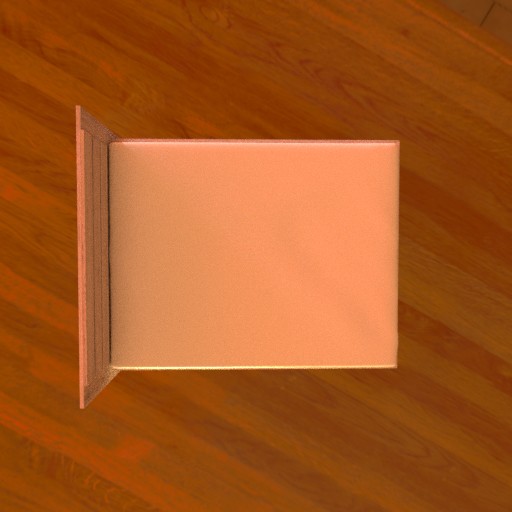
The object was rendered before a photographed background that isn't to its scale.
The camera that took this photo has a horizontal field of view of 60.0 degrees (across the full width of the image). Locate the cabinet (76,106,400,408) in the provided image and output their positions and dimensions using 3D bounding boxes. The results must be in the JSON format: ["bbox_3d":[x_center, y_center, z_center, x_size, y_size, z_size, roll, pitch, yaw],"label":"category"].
[{"bbox_3d":[0.000,0.000,3.055,2.080,0.970,1.750,0,92,-2],"label":"cabinet"}]
